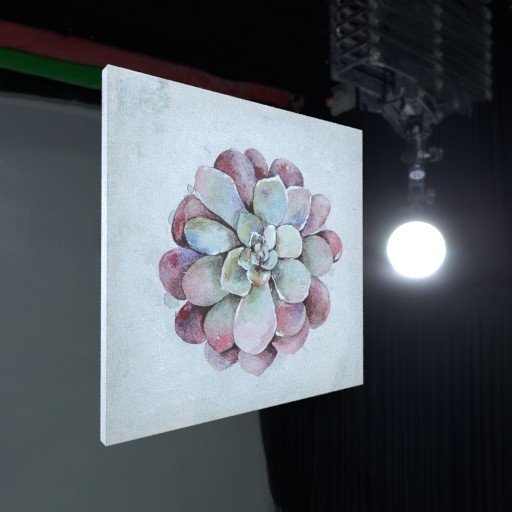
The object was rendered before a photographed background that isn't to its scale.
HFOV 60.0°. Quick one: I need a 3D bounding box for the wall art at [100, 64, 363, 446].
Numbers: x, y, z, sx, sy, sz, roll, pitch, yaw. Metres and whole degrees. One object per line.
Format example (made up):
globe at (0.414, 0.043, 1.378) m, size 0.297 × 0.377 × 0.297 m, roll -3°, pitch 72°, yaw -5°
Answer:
wall art at (0.000, 0.000, 1.121) m, size 0.762 × 0.762 × 0.041 m, roll 1°, pitch -1°, yaw -36°
